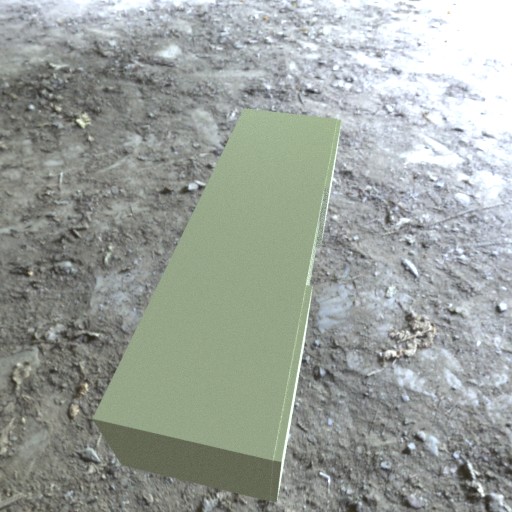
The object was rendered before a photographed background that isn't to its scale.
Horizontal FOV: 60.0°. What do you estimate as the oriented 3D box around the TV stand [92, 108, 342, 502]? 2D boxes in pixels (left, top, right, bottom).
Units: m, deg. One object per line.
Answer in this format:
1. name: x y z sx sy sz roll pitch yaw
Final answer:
1. TV stand: 0.000 0.000 1.518 0.420 0.310 1.400 9 47 9
